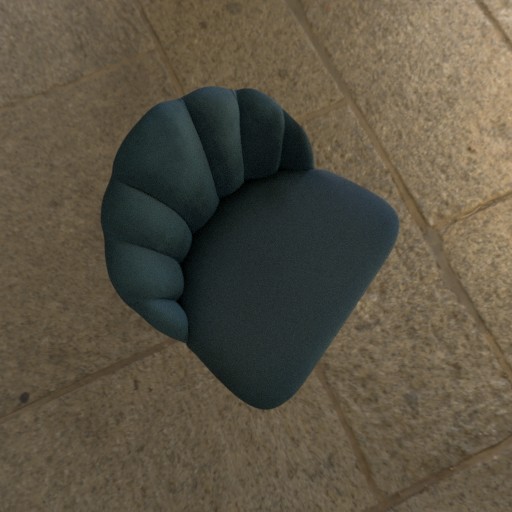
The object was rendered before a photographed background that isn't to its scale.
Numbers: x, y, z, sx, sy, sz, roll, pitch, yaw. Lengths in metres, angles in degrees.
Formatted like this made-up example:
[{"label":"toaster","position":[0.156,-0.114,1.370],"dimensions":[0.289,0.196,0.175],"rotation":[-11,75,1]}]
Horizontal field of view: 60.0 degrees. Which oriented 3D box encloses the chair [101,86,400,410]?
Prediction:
[{"label":"chair","position":[0.000,0.000,1.231],"dimensions":[0.599,0.819,0.657],"rotation":[35,79,8]}]
